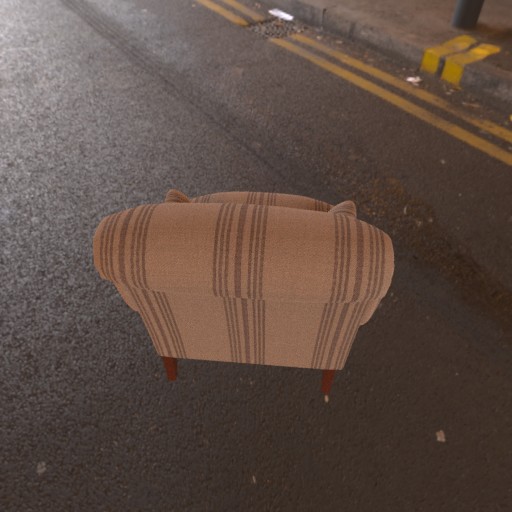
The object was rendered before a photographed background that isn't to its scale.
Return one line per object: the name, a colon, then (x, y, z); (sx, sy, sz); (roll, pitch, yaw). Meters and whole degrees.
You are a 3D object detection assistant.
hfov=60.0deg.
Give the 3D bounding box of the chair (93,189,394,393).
chair: (0.000, 0.000, 1.648); (0.813, 0.940, 0.914); (4, 46, 4)
